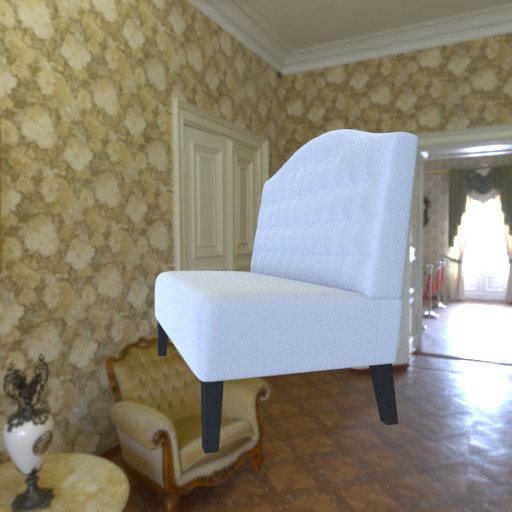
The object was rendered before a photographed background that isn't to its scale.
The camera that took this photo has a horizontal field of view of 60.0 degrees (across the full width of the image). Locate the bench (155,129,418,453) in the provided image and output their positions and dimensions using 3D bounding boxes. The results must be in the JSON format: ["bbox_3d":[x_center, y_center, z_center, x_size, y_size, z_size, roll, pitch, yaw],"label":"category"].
[{"bbox_3d":[0.000,0.000,2.086,0.815,1.180,1.335,-1,2,-19],"label":"bench"}]
